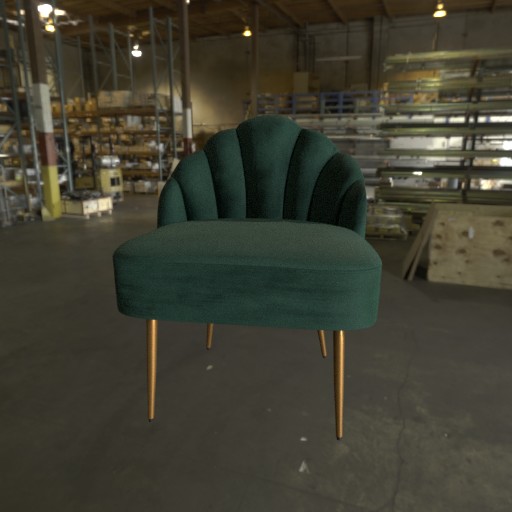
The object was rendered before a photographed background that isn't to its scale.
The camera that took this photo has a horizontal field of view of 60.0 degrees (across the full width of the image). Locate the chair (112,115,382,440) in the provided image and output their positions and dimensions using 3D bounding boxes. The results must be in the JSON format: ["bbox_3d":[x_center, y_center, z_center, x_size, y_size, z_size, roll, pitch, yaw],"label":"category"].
[{"bbox_3d":[0.000,0.000,1.283,0.657,0.819,0.599,2,14,9],"label":"chair"}]
